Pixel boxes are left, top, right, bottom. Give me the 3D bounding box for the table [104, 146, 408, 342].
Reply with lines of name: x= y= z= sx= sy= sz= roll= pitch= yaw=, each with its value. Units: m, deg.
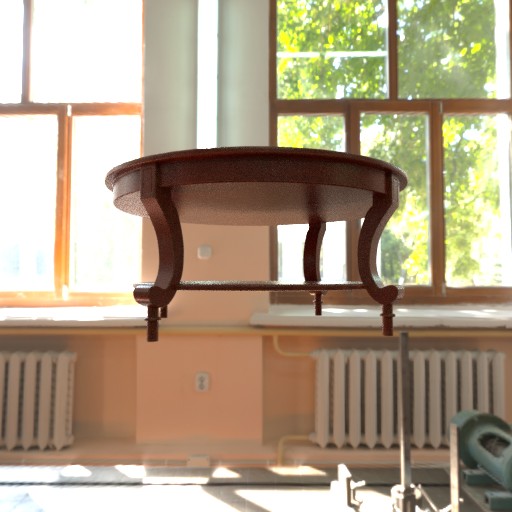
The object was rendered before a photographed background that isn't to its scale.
table: x=0.000 y=0.000 z=1.566 sx=1.029 sy=0.486 sz=1.029 roll=0 pitch=-3 yaw=0
